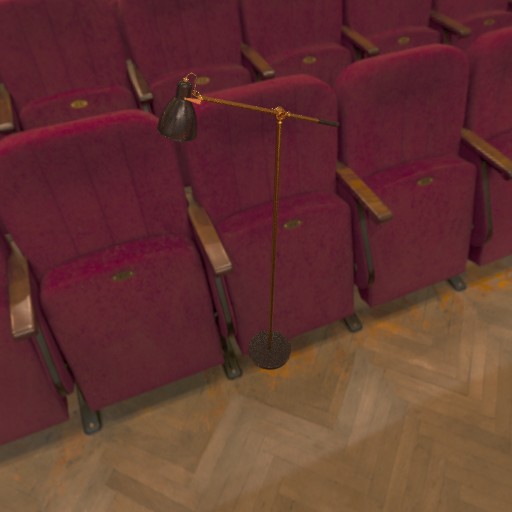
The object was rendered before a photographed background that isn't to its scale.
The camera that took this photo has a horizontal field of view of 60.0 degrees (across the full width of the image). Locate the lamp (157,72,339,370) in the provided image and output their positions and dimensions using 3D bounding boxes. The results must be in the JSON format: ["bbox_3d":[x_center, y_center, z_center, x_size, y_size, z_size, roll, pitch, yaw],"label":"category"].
[{"bbox_3d":[0.000,0.000,1.851,0.618,1.628,0.235,-17,50,-15],"label":"lamp"}]
